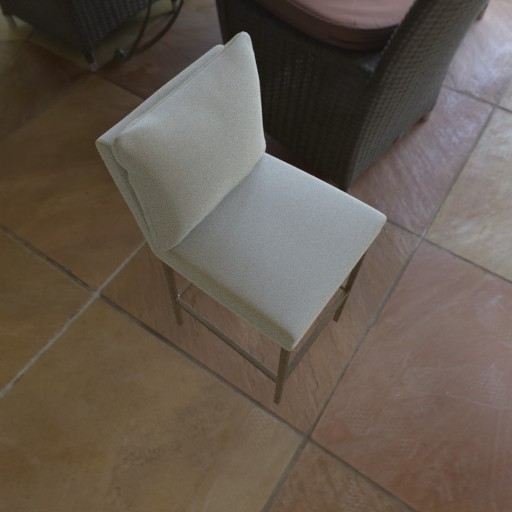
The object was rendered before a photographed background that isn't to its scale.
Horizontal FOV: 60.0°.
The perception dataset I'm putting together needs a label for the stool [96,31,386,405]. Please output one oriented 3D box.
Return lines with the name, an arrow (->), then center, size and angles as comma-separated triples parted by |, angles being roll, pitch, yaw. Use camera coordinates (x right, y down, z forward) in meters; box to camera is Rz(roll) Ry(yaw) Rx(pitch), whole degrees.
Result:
stool -> 0.000, 0.000, 1.385 | 0.572, 1.125, 0.463 | 33, 65, 18
